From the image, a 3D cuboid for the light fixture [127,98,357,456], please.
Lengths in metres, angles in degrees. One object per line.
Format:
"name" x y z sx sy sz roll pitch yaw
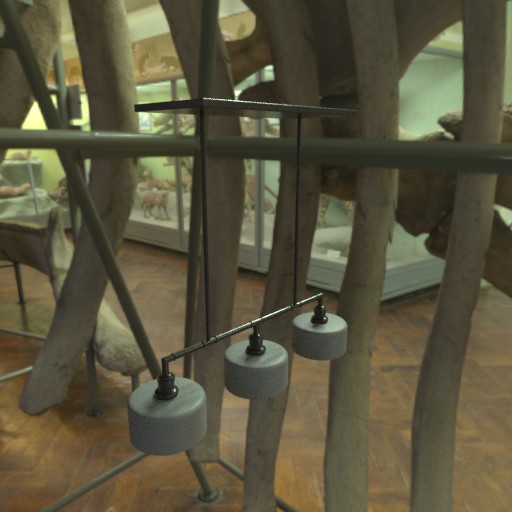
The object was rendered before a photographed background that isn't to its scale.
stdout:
"light fixture" 0.000 0.000 0.876 0.177 0.557 0.582 14 20 42
